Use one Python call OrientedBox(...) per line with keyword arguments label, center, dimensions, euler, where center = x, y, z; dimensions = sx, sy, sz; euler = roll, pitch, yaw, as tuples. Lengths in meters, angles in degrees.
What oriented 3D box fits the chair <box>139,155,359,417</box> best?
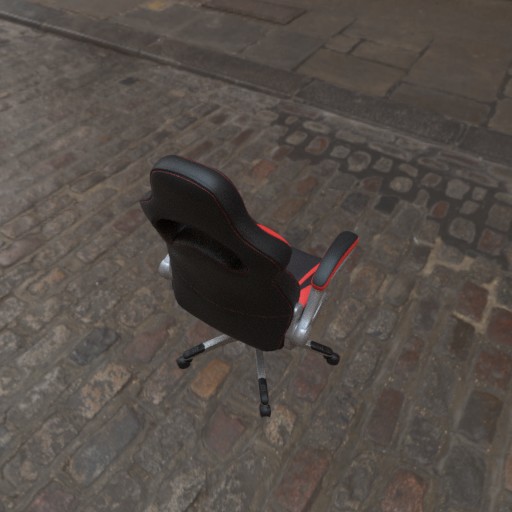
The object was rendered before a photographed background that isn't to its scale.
OrientedBox(label="chair", center=(0.000, 0.000, 1.675), dimensions=(0.758, 1.165, 0.712), euler=(24, 50, 22))
